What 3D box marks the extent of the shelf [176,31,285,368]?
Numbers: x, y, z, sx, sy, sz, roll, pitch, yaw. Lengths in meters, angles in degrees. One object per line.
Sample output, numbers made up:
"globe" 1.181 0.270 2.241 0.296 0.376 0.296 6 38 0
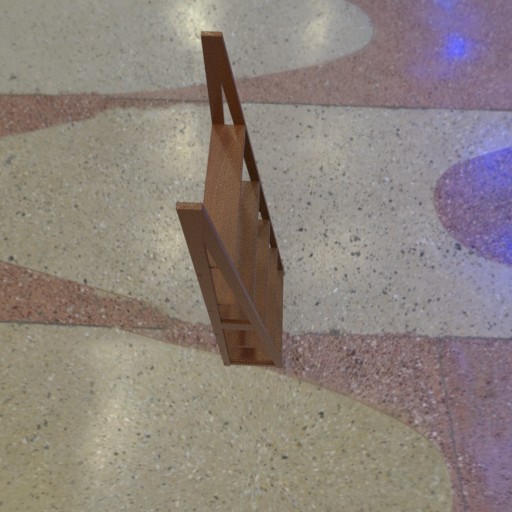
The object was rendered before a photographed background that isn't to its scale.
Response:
"shelf" 0.000 0.000 1.990 0.356 1.780 0.630 2 64 1
